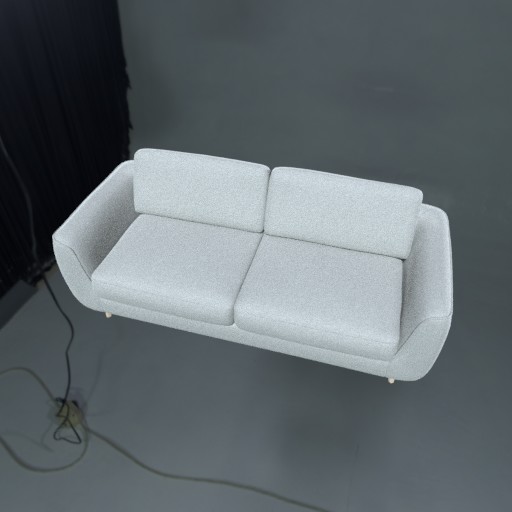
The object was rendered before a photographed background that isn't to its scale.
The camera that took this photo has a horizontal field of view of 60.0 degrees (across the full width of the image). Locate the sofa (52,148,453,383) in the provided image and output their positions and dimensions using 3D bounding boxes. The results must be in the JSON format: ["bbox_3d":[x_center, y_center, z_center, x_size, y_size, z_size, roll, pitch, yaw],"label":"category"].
[{"bbox_3d":[0.000,0.000,2.487,2.000,0.850,0.920,11,43,12],"label":"sofa"}]
